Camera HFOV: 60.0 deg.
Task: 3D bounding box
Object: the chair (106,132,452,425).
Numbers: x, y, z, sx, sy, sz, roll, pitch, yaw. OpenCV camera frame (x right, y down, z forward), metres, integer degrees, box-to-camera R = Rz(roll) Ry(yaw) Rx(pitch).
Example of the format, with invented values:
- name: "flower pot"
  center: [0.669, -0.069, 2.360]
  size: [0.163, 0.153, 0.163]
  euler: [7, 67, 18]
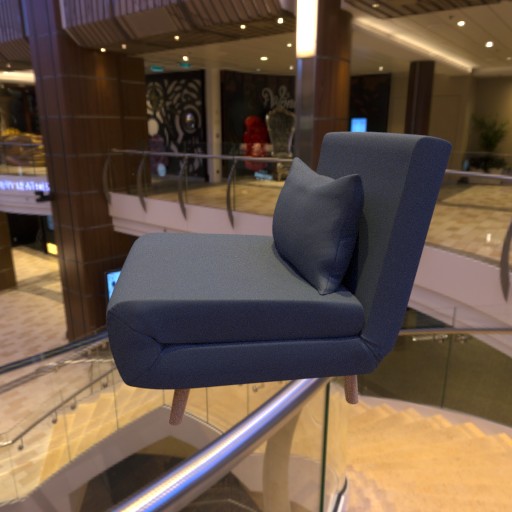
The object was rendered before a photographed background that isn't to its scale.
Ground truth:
- name: "chair"
  center: [0.000, 0.000, 1.499]
  size: [0.900, 0.808, 0.770]
  euler: [-3, 16, -9]
